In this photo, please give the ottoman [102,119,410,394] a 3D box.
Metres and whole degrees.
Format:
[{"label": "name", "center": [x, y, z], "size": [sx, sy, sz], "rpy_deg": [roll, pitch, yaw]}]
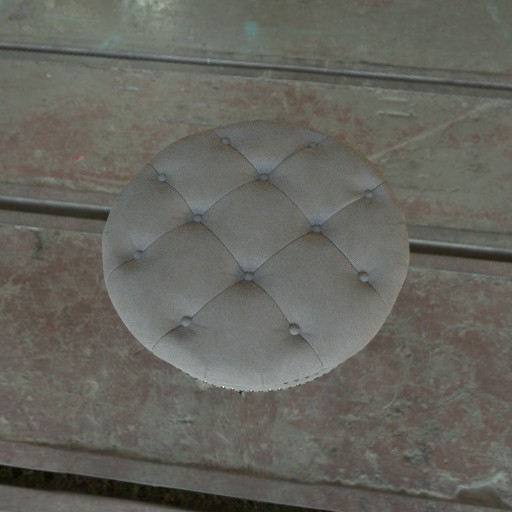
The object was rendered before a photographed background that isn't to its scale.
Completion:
[{"label": "ottoman", "center": [0.000, 0.000, 1.436], "size": [0.901, 0.439, 0.901], "rpy_deg": [0, 60, 0]}]
